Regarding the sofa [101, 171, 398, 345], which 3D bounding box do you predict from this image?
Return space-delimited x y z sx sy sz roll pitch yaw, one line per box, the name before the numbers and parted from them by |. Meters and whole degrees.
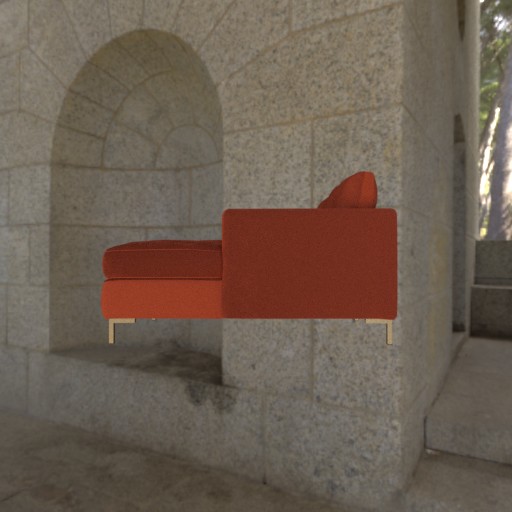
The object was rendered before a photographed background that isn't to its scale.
sofa | 0.000 0.000 3.427 1.350 0.810 2.932 0 0 2
